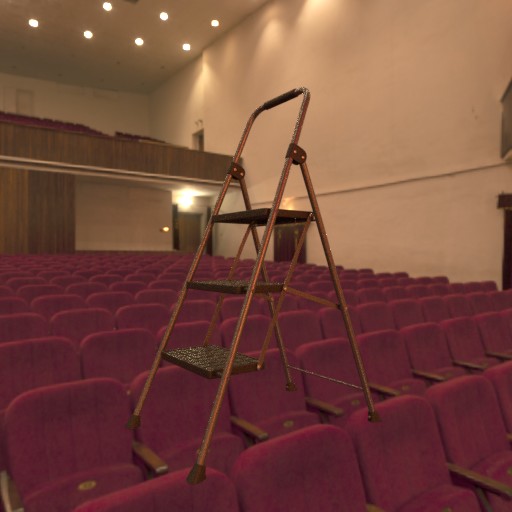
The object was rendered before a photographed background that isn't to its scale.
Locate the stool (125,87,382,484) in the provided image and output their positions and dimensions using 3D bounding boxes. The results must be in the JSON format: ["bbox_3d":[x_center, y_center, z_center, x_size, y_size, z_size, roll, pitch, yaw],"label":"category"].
[{"bbox_3d":[0.000,0.000,1.485,0.733,1.121,0.473,0,0,-36],"label":"stool"}]
